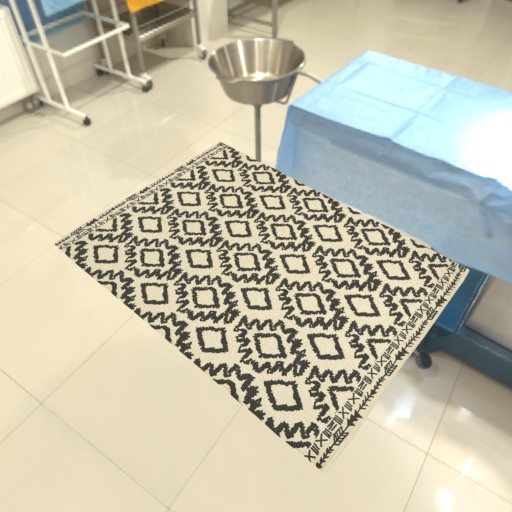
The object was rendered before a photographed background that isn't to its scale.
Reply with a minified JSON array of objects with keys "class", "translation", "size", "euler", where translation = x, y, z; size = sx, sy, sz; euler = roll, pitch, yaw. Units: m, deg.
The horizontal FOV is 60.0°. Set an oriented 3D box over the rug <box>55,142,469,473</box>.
[{"class":"rug","translation":[0.000,0.000,4.379],"size":[3.369,0.036,2.444],"euler":[33,55,26]}]
